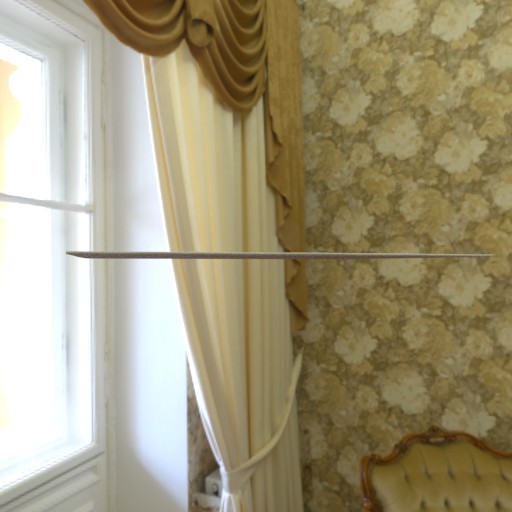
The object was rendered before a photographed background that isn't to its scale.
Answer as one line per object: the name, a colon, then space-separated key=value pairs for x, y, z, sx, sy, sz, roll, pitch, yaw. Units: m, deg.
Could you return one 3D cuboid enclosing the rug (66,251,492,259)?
rug: x=0.000 y=0.000 z=3.892 sx=2.921 sy=0.032 sz=2.311 roll=0 pitch=-1 yaw=-19
